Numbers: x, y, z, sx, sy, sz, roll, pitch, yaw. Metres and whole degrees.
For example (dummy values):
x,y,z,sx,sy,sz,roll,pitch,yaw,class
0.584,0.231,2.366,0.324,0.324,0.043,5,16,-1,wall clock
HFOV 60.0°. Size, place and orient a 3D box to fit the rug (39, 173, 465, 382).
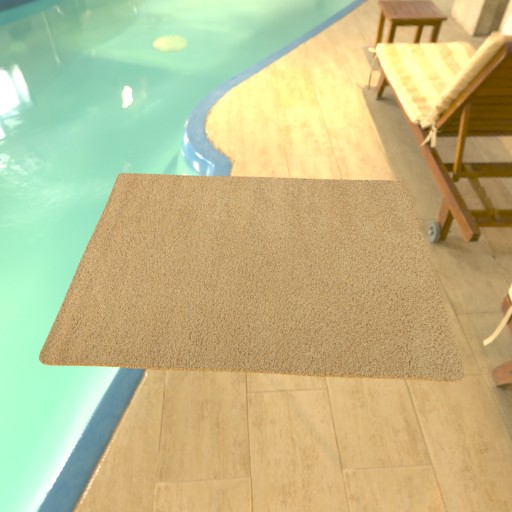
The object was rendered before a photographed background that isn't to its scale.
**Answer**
x,y,z,sx,sy,sz,roll,pitch,yaw,class
0.000,0.000,2.057,1.600,0.025,1.199,2,46,2,rug
